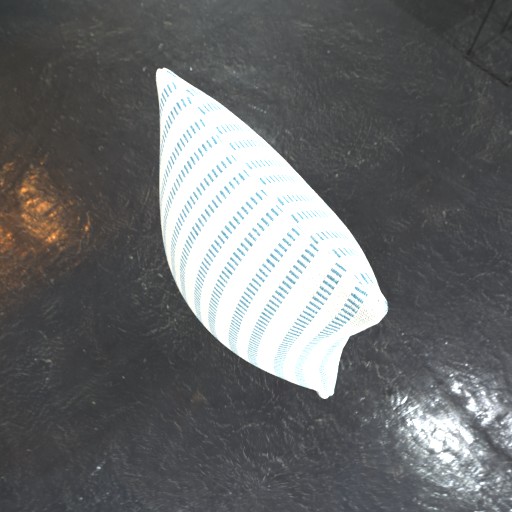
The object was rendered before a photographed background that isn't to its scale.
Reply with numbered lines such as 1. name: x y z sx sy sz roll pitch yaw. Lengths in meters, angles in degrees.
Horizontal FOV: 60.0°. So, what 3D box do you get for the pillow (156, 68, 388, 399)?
1. pillow: 0.000 0.000 0.690 0.247 0.419 0.438 -33 67 -16
